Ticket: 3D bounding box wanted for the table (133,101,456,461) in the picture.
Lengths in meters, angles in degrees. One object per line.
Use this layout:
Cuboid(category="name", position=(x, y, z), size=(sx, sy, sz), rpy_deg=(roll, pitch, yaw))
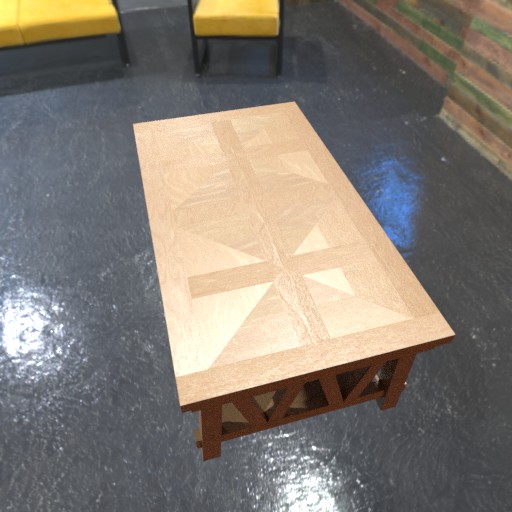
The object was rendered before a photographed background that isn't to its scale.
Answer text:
Cuboid(category="table", position=(0.000, 0.000, 1.676), size=(0.711, 0.507, 1.270), rpy_deg=(-11, 48, -11))
